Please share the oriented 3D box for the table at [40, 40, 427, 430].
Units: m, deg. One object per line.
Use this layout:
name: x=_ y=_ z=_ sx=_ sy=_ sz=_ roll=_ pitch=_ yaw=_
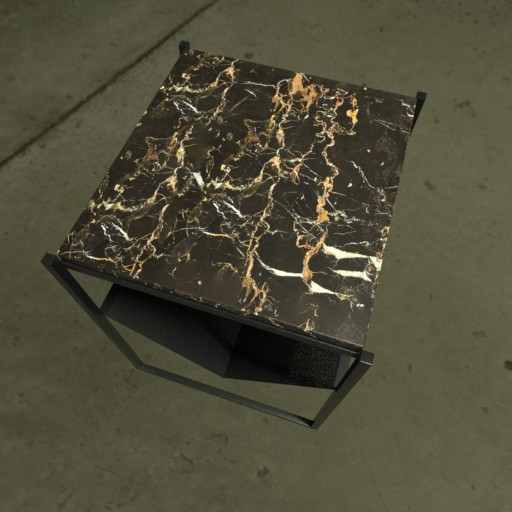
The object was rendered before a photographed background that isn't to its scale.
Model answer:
table: x=0.000 y=0.000 z=0.878 sx=0.432 sy=0.534 sz=0.469 roll=16 pitch=62 yaw=9
